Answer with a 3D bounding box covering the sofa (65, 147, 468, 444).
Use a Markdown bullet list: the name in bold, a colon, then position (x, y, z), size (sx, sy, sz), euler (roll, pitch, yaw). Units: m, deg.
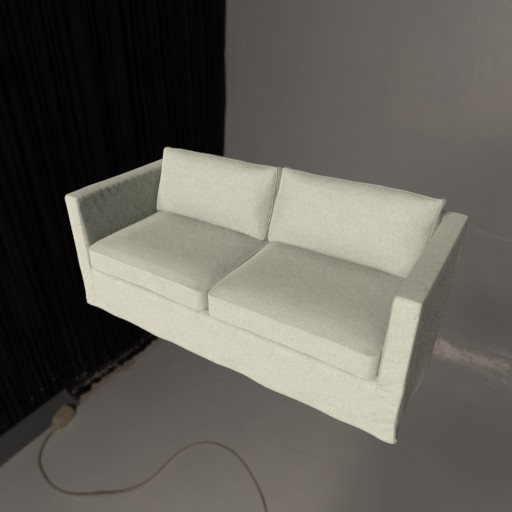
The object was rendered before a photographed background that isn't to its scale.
- **sofa**: position (0.000, 0.000, 2.481), size (1.987, 0.870, 0.940), euler (17, 34, 28)
